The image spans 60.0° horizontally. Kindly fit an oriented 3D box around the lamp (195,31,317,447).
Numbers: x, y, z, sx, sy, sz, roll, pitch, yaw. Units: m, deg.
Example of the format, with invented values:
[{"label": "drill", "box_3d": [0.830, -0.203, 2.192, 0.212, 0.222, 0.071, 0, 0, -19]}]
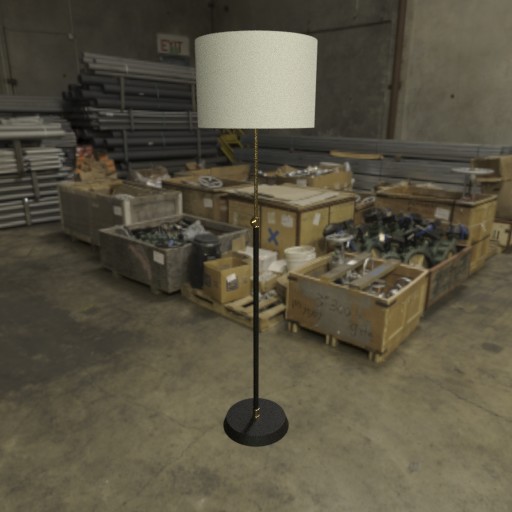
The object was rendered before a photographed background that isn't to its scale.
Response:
[{"label": "lamp", "box_3d": [0.000, 0.000, 1.690, 0.404, 1.517, 0.404, 16, 23, 42]}]
